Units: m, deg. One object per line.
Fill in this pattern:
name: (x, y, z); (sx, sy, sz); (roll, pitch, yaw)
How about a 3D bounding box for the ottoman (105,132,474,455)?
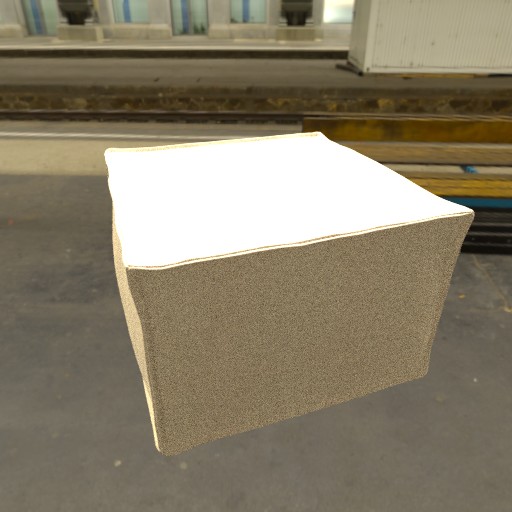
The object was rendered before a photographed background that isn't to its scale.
ottoman: (0.000, 0.000, 1.149); (0.696, 0.470, 0.707); (-10, 32, -17)
